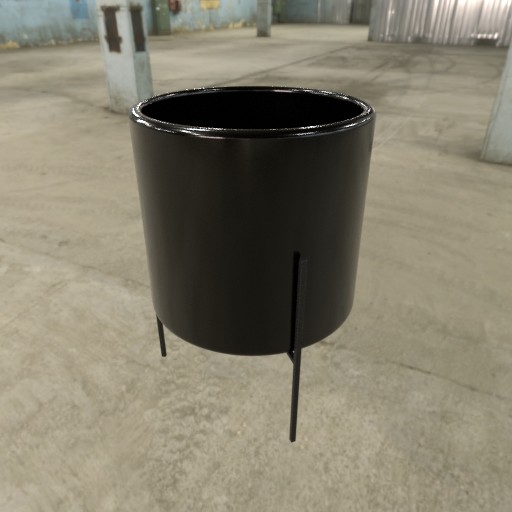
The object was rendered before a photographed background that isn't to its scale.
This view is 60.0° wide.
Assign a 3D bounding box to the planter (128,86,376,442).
[{"bbox_3d":[0.000,0.000,0.653,0.310,0.432,0.310,-19,34,-30],"label":"planter"}]
